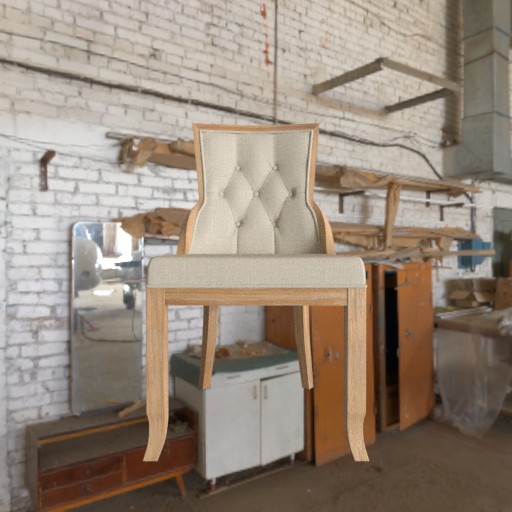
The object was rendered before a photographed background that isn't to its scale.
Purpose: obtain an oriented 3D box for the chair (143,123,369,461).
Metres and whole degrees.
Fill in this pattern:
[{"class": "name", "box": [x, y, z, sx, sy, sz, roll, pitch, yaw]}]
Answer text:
[{"class": "chair", "box": [0.000, 0.000, 1.339, 0.524, 0.947, 0.641, 0, 1, 0]}]
